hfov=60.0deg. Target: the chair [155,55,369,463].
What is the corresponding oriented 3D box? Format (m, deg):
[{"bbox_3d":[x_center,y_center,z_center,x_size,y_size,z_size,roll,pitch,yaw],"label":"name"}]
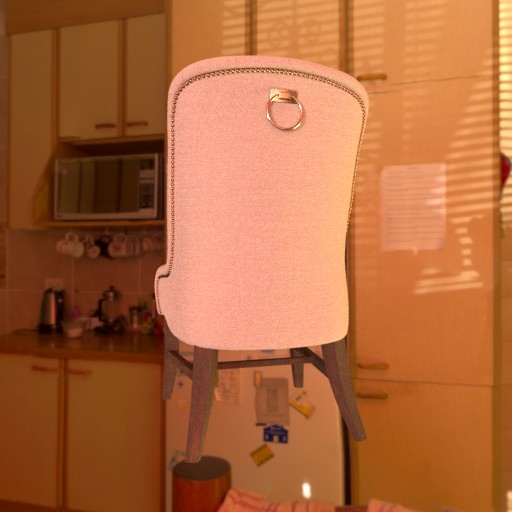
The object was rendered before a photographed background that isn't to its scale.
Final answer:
[{"bbox_3d":[0.000,0.000,1.491,0.634,1.091,0.629,0,0,-16],"label":"chair"}]
